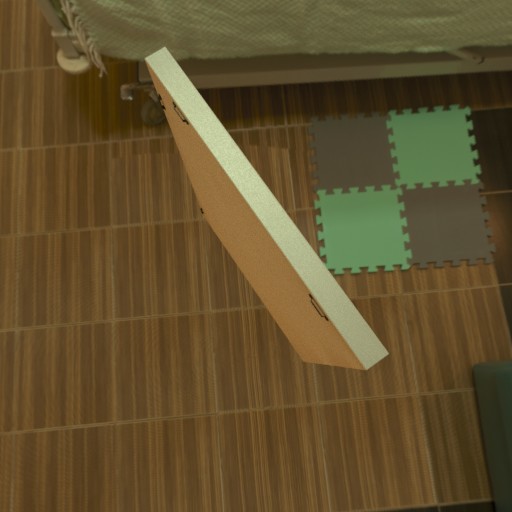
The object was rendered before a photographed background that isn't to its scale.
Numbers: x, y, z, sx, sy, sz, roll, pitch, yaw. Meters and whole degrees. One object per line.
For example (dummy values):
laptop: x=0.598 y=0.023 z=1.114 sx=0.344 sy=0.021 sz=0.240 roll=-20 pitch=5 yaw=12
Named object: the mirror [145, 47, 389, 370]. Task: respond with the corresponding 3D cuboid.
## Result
mirror: x=0.000 y=0.000 z=0.917 sx=0.039 sy=0.710 sz=0.507 roll=-34 pitch=80 yaw=-7
